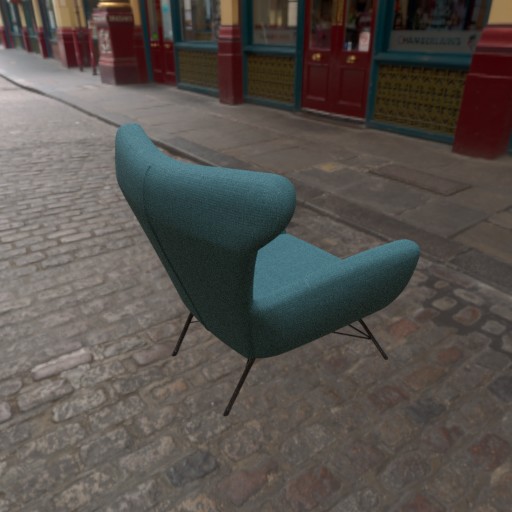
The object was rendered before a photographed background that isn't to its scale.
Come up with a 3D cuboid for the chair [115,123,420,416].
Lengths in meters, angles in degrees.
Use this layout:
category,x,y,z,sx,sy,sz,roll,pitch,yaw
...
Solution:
category,x,y,z,sx,sy,sz,roll,pitch,yaw
chair,0.000,0.000,1.796,0.900,0.980,1.050,-19,32,-33
